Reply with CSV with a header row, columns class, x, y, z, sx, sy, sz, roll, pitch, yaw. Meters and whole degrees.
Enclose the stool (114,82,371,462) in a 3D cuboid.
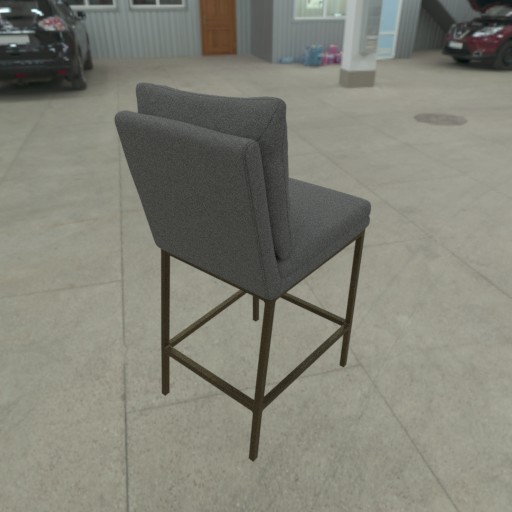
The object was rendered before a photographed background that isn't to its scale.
class,x,y,z,sx,sy,sz,roll,pitch,yaw
stool,0.000,0.000,1.355,0.463,1.030,0.569,23,37,33
